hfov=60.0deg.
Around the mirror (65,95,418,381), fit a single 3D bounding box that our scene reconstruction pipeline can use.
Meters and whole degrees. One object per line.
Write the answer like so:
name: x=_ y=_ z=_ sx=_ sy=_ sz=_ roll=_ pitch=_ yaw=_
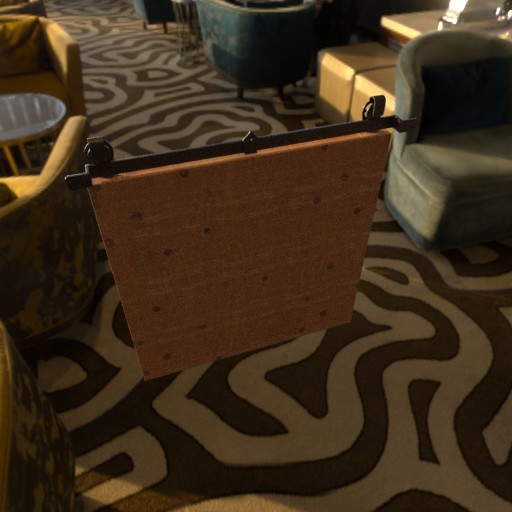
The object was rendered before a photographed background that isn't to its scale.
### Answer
mirror: x=0.000 y=0.000 z=1.206 sx=0.805 sy=0.800 sz=0.054 roll=-13 pitch=43 yaw=-14
